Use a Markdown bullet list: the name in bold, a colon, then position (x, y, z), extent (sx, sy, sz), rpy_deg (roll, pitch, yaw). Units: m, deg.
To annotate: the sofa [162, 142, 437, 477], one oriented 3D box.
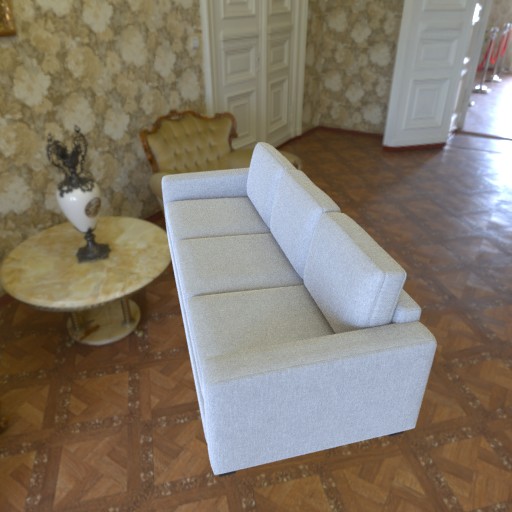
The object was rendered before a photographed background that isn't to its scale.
- **sofa**: position (0.000, 0.000, 2.532), extent (0.900, 0.800, 2.120), rpy_deg (-7, 31, -13)
